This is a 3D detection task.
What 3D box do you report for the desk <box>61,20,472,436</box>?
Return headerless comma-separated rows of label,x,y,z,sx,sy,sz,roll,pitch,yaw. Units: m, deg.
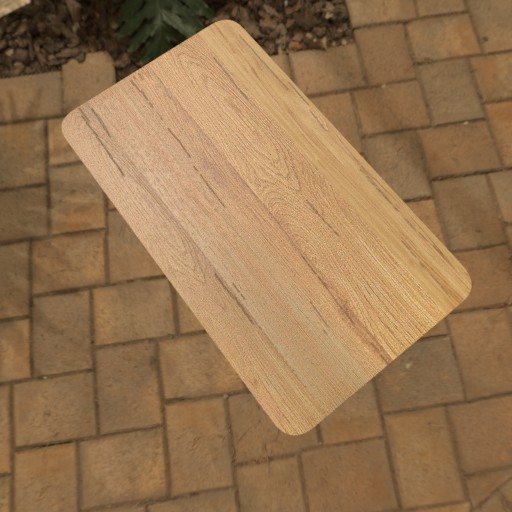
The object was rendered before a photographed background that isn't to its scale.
desk,0.000,0.000,1.222,0.440,0.790,0.760,-37,77,-9
